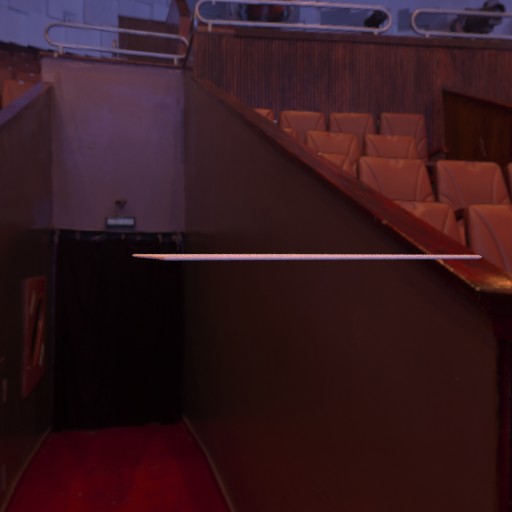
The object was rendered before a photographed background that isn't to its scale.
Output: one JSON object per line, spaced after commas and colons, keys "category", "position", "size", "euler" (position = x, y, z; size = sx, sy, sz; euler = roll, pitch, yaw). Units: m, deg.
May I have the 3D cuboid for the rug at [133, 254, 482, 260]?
{"category": "rug", "position": [0.000, 0.000, 2.130], "size": [1.078, 0.013, 1.678], "euler": [0, 0, -18]}
